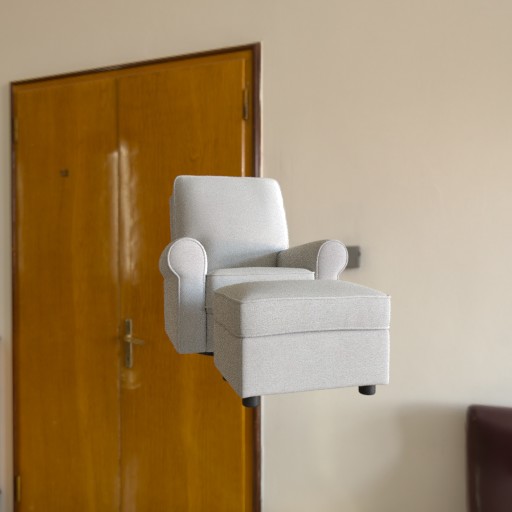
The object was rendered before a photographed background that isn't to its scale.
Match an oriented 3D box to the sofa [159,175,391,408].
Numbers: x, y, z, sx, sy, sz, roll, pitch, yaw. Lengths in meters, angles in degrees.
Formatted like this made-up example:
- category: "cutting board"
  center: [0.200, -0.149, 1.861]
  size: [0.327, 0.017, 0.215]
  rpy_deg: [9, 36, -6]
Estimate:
- category: "sofa"
  center: [0.000, 0.000, 2.132]
  size: [0.880, 0.959, 1.478]
  rpy_deg: [0, 1, -17]
